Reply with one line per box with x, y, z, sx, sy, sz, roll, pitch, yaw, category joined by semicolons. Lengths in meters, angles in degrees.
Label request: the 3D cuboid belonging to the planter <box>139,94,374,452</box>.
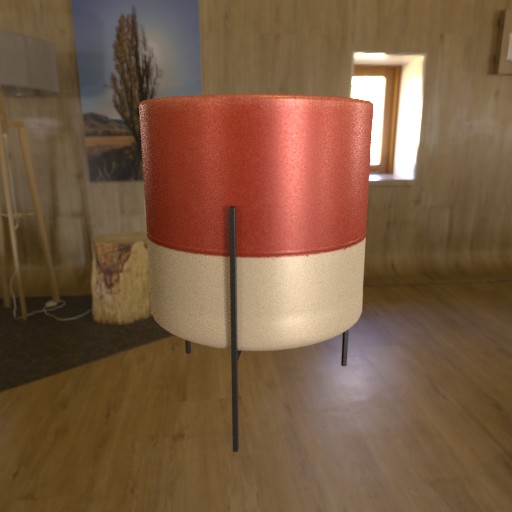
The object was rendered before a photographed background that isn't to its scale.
0.000;0.000;0.718;0.345;0.465;0.354;2;15;9;planter
